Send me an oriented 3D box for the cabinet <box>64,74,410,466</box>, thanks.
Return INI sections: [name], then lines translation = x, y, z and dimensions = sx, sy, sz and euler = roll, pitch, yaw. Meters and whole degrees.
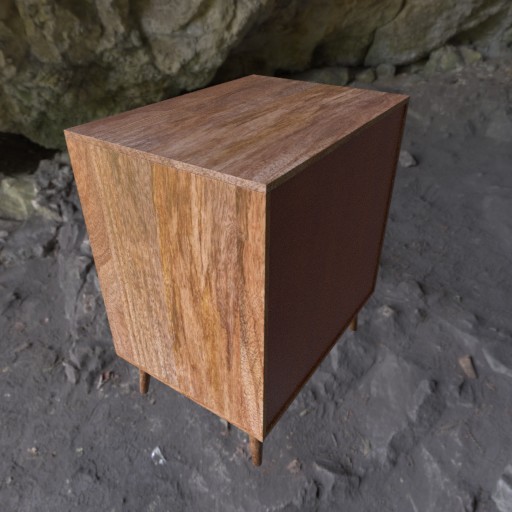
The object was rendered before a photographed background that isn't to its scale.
[cabinet]
translation = 0.000, 0.000, 1.175
dimensions = 0.473, 0.758, 0.647
euler = 20, 38, 28
